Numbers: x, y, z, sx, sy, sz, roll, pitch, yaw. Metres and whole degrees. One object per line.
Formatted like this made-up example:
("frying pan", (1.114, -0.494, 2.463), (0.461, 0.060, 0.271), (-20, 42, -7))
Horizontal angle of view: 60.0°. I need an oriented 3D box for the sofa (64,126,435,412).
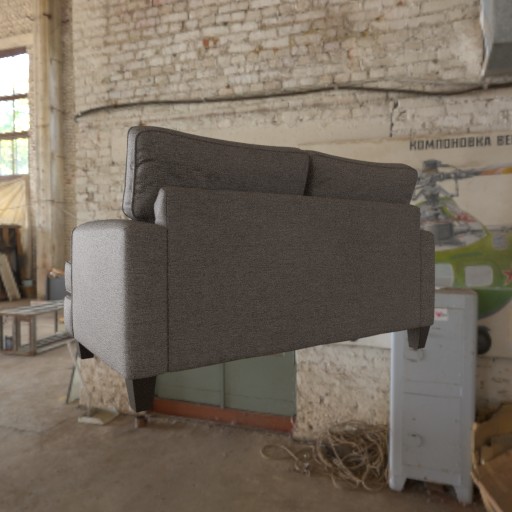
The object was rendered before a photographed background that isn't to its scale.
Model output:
("sofa", (0.000, 0.000, 2.216), (1.651, 0.965, 0.965), (-1, 2, -35))
